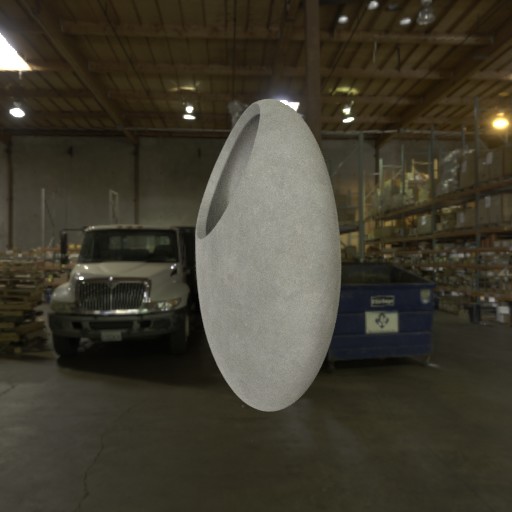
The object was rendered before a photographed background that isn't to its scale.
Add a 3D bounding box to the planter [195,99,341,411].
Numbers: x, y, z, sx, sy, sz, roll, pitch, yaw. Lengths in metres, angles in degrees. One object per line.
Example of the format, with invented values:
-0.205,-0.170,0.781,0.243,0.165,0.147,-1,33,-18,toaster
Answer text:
0.000,0.000,0.282,0.071,0.188,0.185,0,-1,-17,planter
